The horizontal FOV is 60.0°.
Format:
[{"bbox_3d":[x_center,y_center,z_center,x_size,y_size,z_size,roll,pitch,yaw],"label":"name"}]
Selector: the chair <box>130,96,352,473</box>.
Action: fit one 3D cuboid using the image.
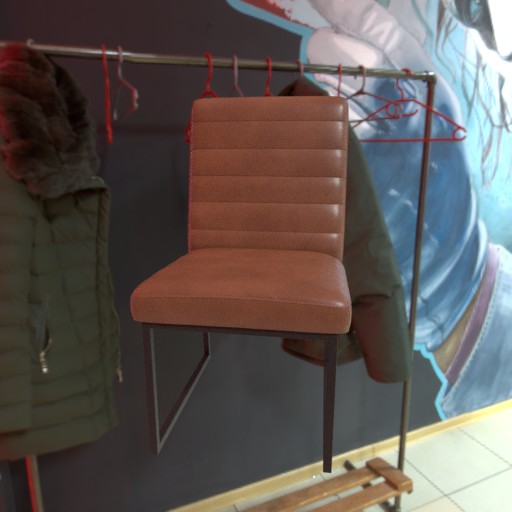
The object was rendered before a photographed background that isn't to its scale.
[{"bbox_3d":[0.000,0.000,1.290,0.520,0.930,0.634,2,14,8],"label":"chair"}]
